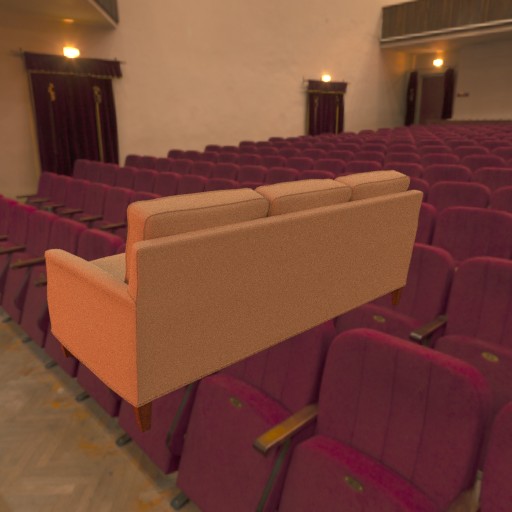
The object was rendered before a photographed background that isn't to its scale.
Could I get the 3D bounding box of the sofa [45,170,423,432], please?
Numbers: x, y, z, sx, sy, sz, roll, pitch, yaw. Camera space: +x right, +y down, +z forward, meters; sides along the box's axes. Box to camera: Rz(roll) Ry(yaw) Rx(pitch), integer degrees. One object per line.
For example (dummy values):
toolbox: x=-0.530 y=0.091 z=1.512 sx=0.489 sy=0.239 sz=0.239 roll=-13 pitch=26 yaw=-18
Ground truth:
sofa: x=0.000 y=0.000 z=2.800 sx=2.246 sy=1.003 sz=1.084 roll=-15 pitch=22 yaw=-41
